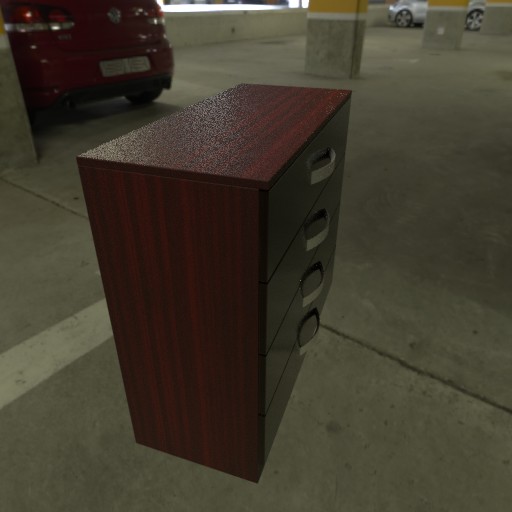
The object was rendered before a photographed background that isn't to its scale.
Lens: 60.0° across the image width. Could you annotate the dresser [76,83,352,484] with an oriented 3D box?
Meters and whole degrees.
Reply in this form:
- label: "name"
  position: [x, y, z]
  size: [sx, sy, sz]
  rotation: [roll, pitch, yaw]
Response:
- label: "dresser"
  position: [0.000, 0.000, 1.158]
  size: [0.360, 0.720, 0.750]
  rotation: [10, 32, 17]
